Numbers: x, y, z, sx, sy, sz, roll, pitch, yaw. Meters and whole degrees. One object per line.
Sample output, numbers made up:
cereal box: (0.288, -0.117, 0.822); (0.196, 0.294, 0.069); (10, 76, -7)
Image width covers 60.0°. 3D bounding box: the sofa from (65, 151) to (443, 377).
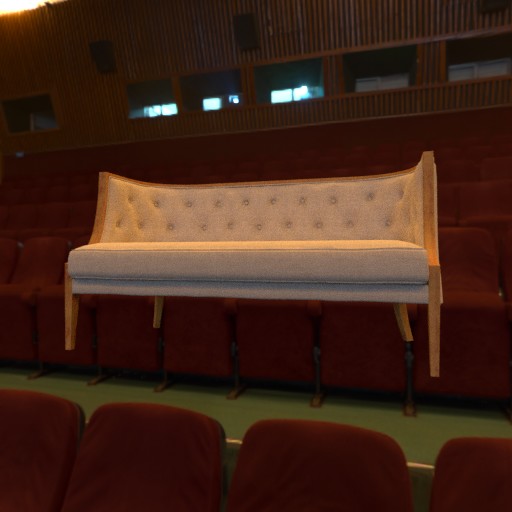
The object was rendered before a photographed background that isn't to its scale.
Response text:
sofa: (0.000, 0.000, 1.961); (1.474, 0.775, 0.770); (0, 0, 17)
